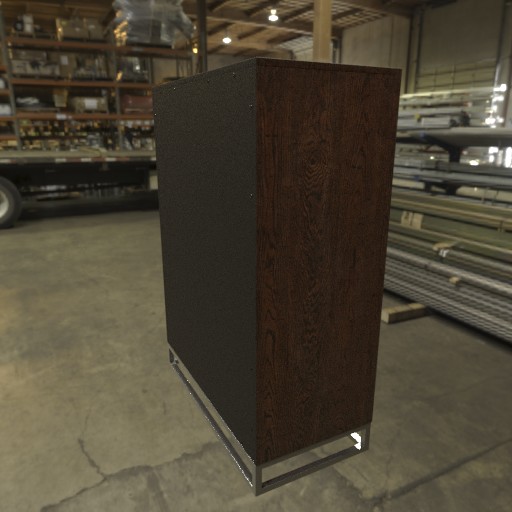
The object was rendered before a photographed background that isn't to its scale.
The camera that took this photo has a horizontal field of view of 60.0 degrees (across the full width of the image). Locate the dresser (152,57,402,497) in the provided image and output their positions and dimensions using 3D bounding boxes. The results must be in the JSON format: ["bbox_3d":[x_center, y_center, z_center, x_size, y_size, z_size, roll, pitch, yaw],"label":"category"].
[{"bbox_3d":[0.000,0.000,1.781,0.508,1.321,0.965,-8,18,-26],"label":"dresser"}]
